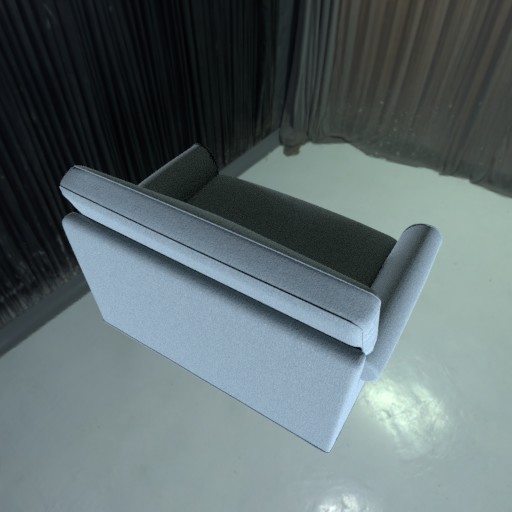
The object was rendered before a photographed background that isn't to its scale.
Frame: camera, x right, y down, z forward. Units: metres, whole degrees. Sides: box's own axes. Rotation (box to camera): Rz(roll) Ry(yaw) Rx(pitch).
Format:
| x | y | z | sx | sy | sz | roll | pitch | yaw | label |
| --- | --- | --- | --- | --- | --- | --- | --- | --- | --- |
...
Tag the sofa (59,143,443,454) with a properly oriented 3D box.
| x | y | z | sx | sy | sz | roll | pitch | yaw | label |
| --- | --- | --- | --- | --- | --- | --- | --- | --- | --- |
| 0.000 | 0.000 | 2.017 | 1.410 | 0.953 | 0.940 | 24 | 50 | 22 | sofa |
